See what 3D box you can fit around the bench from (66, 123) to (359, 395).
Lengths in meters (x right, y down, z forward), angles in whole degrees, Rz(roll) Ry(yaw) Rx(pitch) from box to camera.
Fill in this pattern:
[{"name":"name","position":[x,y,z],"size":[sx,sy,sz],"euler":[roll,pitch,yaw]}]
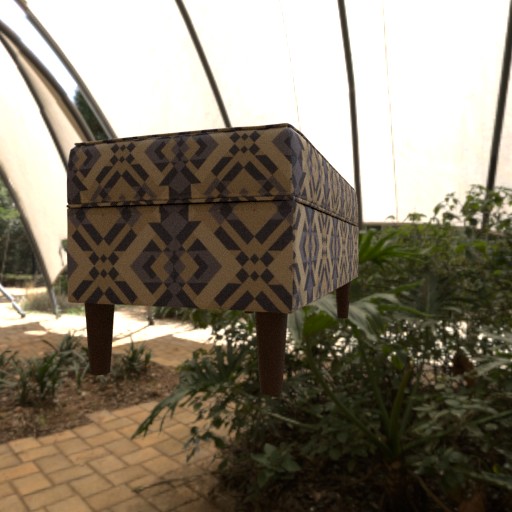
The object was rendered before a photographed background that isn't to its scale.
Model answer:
[{"name":"bench","position":[0.000,0.000,1.295],"size":[0.492,0.477,1.016],"euler":[0,1,19]}]
